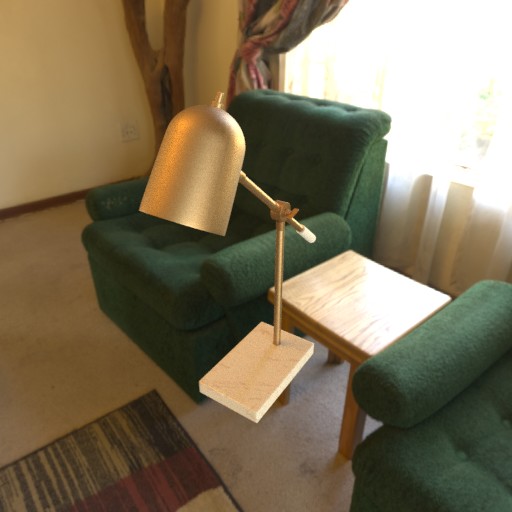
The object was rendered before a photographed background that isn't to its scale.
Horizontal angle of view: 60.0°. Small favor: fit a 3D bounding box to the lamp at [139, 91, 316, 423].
[{"bbox_3d":[0.000,0.000,0.818,0.144,0.603,0.471,18,35,29],"label":"lamp"}]
